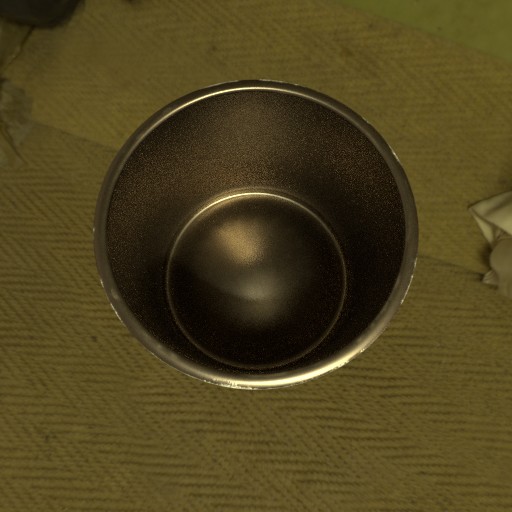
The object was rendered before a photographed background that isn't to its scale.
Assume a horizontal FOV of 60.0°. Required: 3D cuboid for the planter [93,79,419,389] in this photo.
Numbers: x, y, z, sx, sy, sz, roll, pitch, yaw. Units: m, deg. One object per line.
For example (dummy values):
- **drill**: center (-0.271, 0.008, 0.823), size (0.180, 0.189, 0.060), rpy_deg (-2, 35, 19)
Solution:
- **planter**: center (0.000, 0.000, 0.444), size (0.254, 0.221, 0.254), rpy_deg (0, 75, 0)
